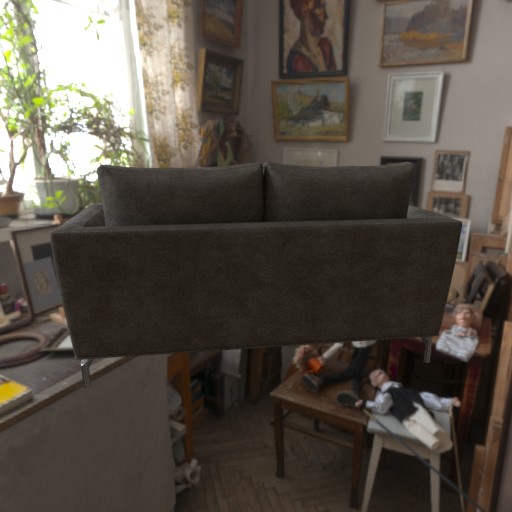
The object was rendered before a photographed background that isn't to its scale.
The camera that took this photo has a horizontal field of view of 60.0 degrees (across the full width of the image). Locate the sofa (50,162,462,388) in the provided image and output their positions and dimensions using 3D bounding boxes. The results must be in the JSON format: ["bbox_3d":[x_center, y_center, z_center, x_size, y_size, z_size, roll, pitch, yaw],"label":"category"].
[{"bbox_3d":[0.000,0.000,2.383,1.832,1.013,0.855,-2,15,-8],"label":"sofa"}]
